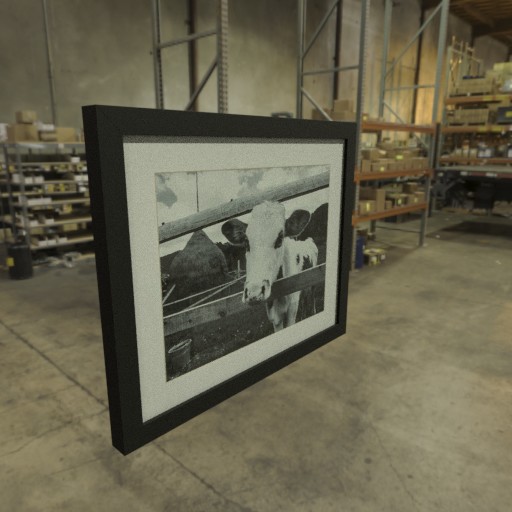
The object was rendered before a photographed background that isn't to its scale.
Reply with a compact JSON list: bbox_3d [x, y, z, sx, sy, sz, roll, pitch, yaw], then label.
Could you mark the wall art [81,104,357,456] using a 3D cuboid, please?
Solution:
[{"bbox_3d":[0.000,0.000,0.547,0.024,0.329,0.404,13,19,42],"label":"wall art"}]
